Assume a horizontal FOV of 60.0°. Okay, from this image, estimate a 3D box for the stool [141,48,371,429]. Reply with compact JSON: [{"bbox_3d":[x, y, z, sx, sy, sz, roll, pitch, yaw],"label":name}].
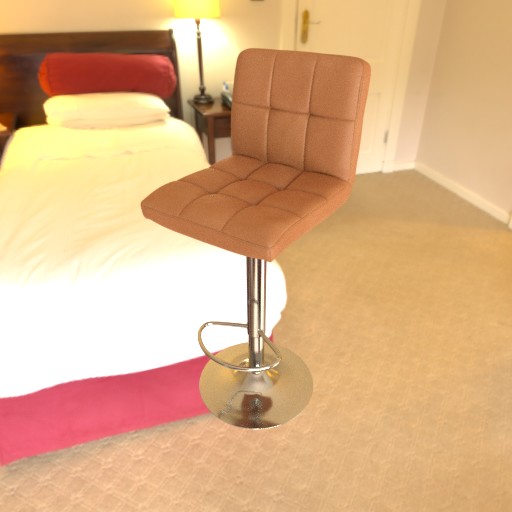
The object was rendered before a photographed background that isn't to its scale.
[{"bbox_3d":[0.000,0.000,1.373,0.430,1.115,0.505,19,37,28],"label":"stool"}]
